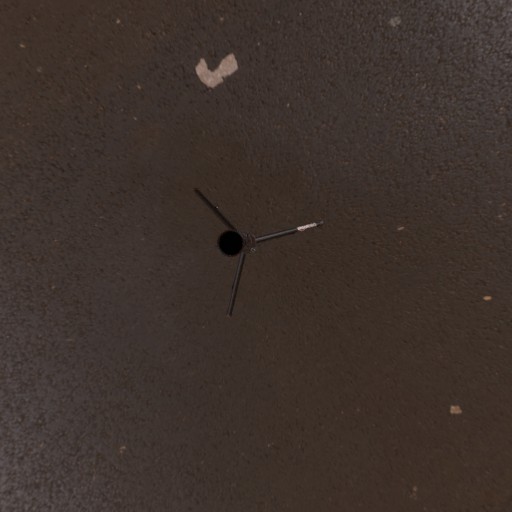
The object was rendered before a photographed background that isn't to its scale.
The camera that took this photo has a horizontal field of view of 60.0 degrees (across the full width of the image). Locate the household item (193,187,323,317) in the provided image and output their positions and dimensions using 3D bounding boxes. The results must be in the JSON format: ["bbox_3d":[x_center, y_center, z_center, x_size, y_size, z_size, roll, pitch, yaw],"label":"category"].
[{"bbox_3d":[0.000,0.000,1.393,0.559,1.067,0.559,0,92,1],"label":"household item"}]
